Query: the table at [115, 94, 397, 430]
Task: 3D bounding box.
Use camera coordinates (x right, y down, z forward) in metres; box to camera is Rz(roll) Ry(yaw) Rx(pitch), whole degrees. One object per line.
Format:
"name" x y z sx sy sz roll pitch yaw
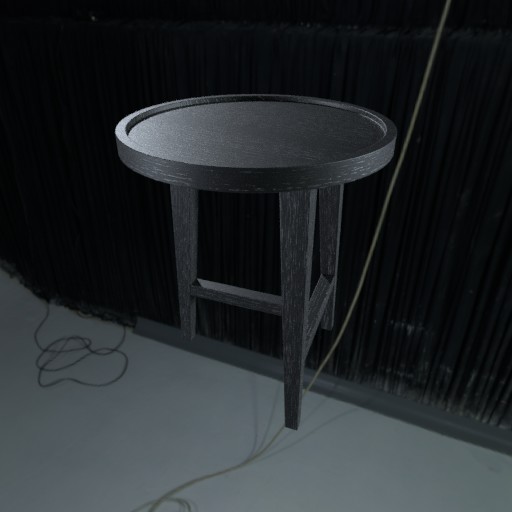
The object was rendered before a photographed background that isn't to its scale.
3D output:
"table" 0.000 0.000 0.768 0.399 0.460 0.399 0 31 0
